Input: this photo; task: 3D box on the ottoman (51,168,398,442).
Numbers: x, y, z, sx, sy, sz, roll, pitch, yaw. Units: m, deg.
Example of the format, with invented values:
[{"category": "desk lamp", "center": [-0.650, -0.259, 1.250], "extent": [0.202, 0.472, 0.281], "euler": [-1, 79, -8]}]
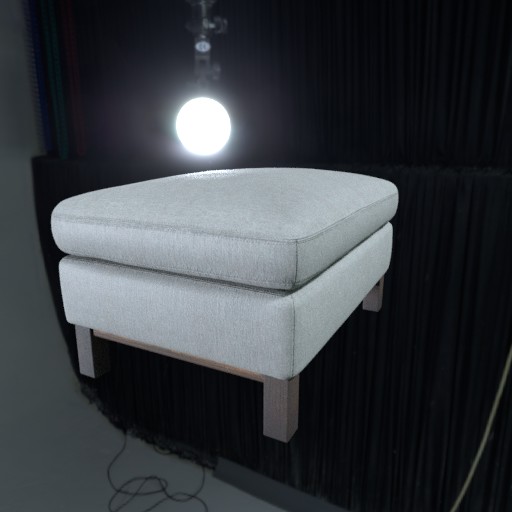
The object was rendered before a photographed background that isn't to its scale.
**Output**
[{"category": "ottoman", "center": [0.000, 0.000, 1.044], "extent": [0.528, 0.404, 0.735], "euler": [8, 17, 27]}]
